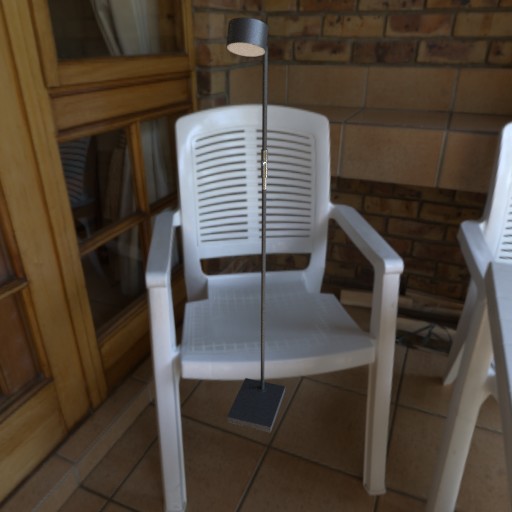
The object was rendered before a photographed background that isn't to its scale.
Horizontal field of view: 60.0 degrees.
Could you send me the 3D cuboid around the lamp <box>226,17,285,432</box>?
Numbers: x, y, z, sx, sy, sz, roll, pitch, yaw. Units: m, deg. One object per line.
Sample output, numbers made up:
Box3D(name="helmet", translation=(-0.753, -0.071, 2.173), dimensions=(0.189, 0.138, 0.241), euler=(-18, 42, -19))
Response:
Box3D(name="lamp", translation=(0.000, 0.000, 1.695), dimensions=(0.203, 1.600, 0.304), euler=(8, 28, 15))
